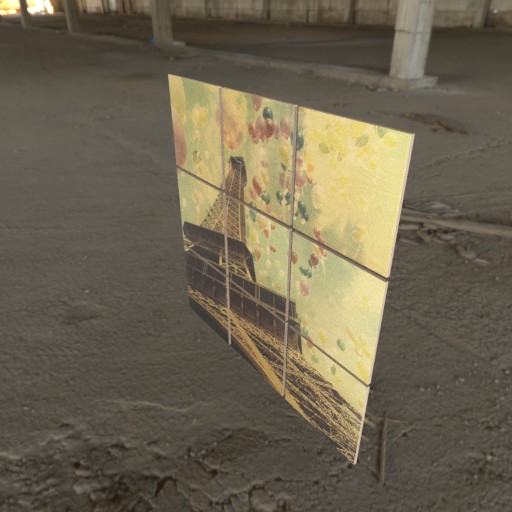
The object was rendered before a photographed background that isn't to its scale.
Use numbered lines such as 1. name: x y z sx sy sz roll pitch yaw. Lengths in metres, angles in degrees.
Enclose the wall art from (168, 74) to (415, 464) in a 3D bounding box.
1. wall art: 0.000 0.000 1.760 0.013 1.218 1.219 -21 36 -31
